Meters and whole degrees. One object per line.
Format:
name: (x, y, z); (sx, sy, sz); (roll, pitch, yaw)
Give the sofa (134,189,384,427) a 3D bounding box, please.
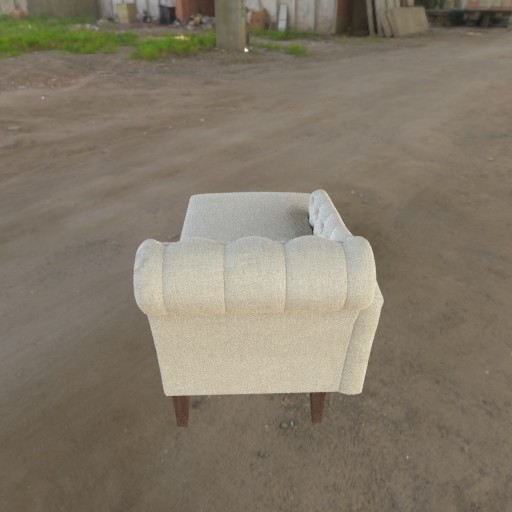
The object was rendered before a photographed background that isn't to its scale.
sofa: (0.000, 0.000, 1.812); (0.675, 0.787, 1.379); (-1, 31, -2)
